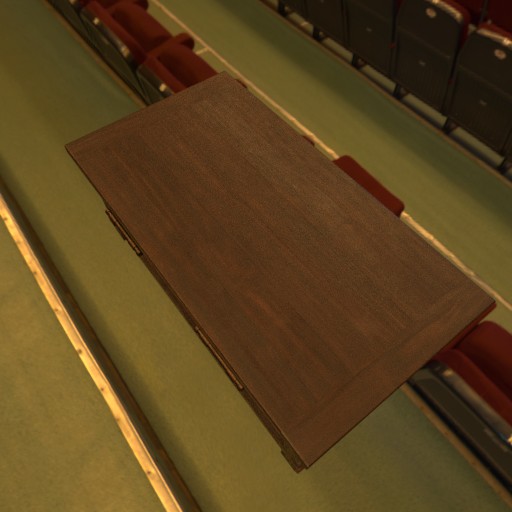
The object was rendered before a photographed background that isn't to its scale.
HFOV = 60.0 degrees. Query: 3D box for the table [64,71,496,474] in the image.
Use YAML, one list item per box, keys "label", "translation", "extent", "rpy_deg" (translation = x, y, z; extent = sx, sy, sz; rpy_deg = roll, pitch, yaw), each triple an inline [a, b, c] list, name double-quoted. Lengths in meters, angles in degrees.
- label: "table"
  translation: [0.000, 0.000, 1.569]
  extent: [0.700, 0.494, 1.270]
  rpy_deg: [-33, 63, -19]
